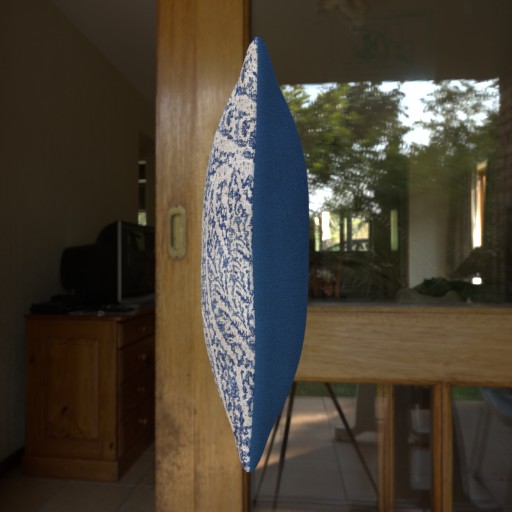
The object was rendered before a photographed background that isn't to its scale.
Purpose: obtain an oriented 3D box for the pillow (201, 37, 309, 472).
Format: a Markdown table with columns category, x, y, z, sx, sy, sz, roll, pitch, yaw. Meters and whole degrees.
| category | x | y | z | sx | sy | sz | roll | pitch | yaw |
| --- | --- | --- | --- | --- | --- | --- | --- | --- | --- |
| pillow | 0.000 | 0.000 | 0.775 | 0.166 | 0.510 | 0.523 | 0 | 0 | 1 |
